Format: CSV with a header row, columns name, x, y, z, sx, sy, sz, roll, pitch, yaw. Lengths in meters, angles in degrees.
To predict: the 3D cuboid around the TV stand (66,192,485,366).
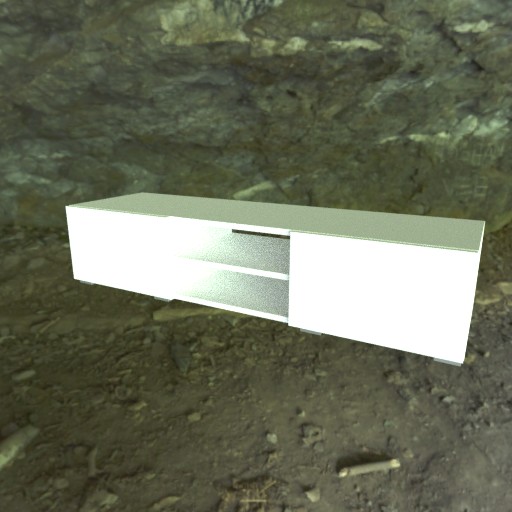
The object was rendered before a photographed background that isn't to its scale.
name,x,y,z,sx,sy,sz,roll,pitch,yaw
TV stand,0.000,0.000,1.568,1.400,0.310,0.420,8,18,27
